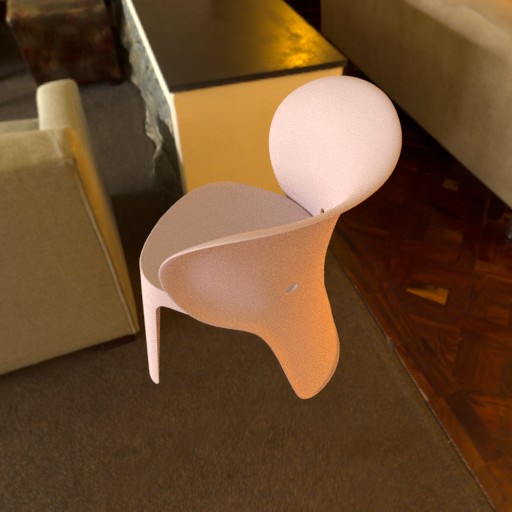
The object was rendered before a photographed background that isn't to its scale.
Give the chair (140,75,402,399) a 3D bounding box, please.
[{"bbox_3d":[0.000,0.000,0.828,0.402,0.554,0.451,17,49,15],"label":"chair"}]
